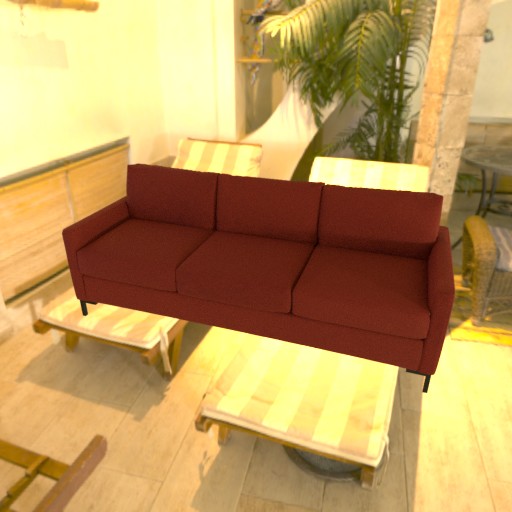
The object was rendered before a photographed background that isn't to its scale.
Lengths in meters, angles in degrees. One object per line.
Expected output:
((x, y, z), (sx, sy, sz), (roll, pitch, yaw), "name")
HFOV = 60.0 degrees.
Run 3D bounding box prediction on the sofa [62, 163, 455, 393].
((0.000, 0.000, 2.781), (2.252, 0.879, 0.875), (9, 28, 17), "sofa")
